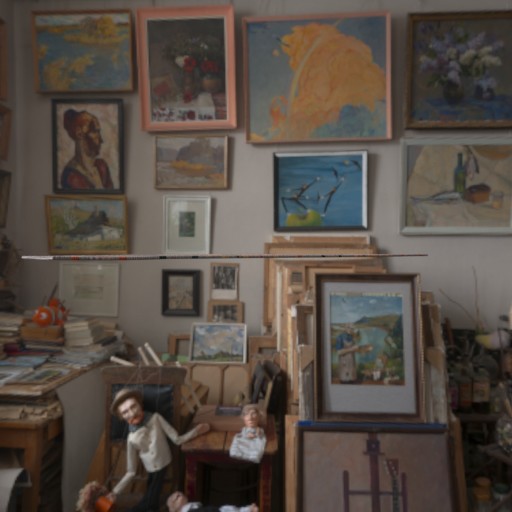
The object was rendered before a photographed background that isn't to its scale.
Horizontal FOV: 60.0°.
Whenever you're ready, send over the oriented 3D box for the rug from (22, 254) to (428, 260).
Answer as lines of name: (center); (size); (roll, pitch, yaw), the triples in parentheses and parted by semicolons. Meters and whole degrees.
rug: (0.000, 0.000, 2.669); (2.419, 0.022, 0.744); (0, 1, -36)
